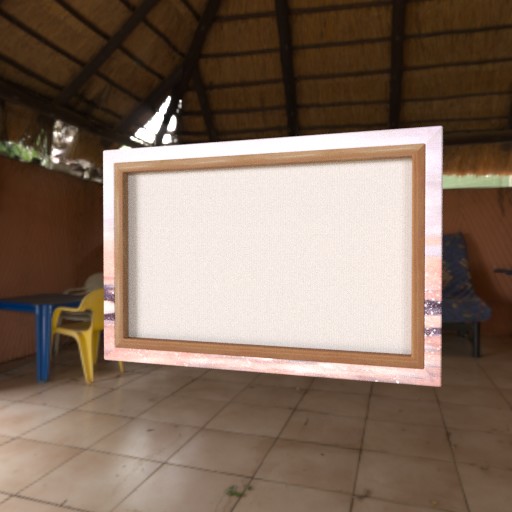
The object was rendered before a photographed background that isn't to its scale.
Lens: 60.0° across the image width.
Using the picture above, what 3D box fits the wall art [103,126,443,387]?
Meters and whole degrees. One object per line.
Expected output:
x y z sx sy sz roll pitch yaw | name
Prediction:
0.000 0.000 1.177 0.913 0.609 0.038 0 1 16 | wall art
